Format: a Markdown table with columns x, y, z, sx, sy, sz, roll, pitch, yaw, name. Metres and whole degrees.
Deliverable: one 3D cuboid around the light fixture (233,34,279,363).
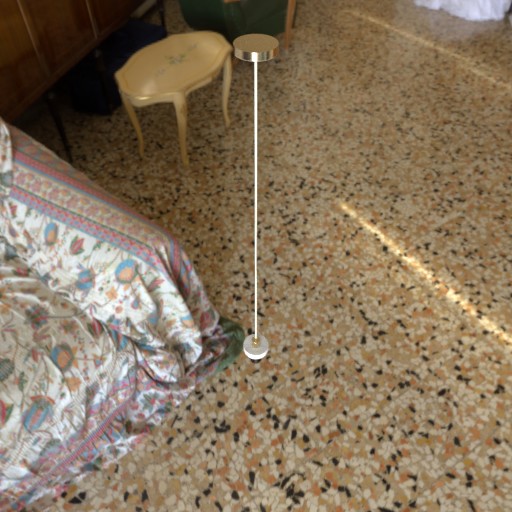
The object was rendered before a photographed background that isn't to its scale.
| x | y | z | sx | sy | sz | roll | pitch | yaw | name |
| --- | --- | --- | --- | --- | --- | --- | --- | --- | --- |
| 0.000 | 0.000 | 1.786 | 0.129 | 1.669 | 0.129 | -18 | 50 | -15 | light fixture |
